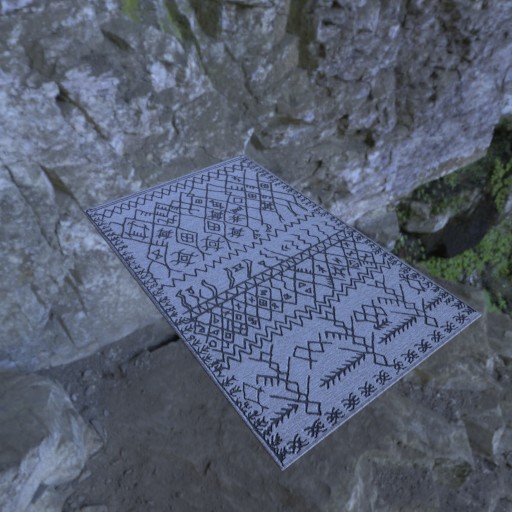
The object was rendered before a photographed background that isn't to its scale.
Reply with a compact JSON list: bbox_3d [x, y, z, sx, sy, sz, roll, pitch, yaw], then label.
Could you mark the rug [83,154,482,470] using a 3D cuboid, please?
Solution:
[{"bbox_3d":[0.000,0.000,3.026,1.526,0.012,2.444,-26,47,-27],"label":"rug"}]
